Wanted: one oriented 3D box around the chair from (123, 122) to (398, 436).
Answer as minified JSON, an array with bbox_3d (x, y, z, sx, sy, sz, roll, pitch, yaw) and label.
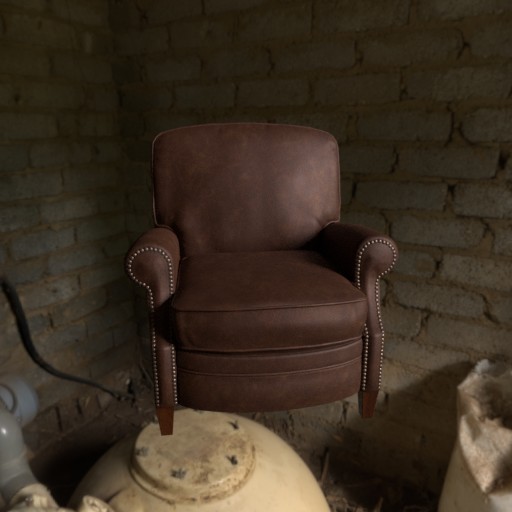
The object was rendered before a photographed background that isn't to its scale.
[{"bbox_3d":[0.000,0.000,1.756,0.936,1.018,0.986,-2,16,-7],"label":"chair"}]
